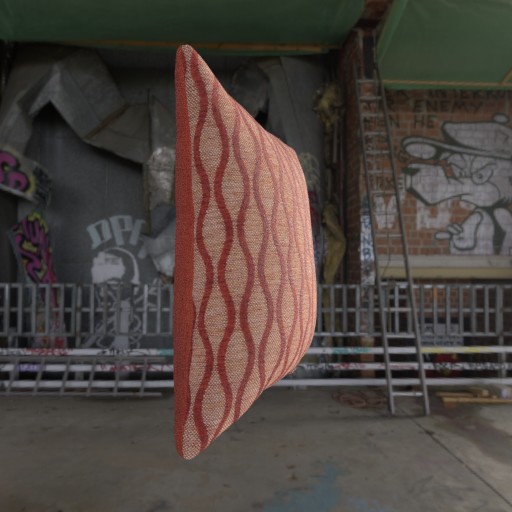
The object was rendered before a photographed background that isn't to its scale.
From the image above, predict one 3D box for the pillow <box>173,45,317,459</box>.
[{"bbox_3d":[0.000,0.000,0.651,0.159,0.434,0.429,-1,-2,18],"label":"pillow"}]
